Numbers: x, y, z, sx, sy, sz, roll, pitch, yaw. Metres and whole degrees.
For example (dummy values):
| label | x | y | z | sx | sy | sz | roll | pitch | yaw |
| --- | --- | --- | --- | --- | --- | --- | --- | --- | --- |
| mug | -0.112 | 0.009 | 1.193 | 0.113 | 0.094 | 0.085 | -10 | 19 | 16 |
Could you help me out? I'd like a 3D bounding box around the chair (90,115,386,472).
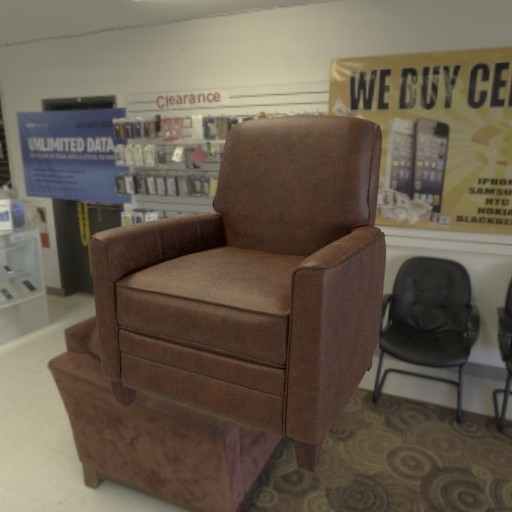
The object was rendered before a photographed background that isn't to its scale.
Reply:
| label | x | y | z | sx | sy | sz | roll | pitch | yaw |
| --- | --- | --- | --- | --- | --- | --- | --- | --- | --- |
| chair | 0.000 | 0.000 | 1.601 | 0.839 | 1.010 | 0.850 | 7 | 16 | 27 |
